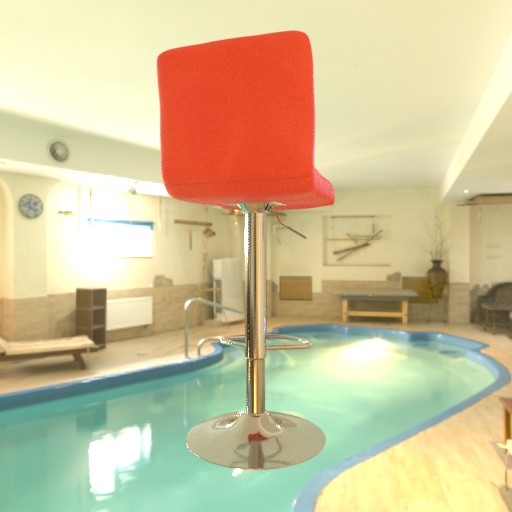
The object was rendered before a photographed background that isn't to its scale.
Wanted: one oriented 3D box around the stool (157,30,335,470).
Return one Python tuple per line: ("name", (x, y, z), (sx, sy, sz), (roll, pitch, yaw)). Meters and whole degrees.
("stool", (0.000, 0.000, 1.358), (0.430, 1.115, 0.505), (0, 0, 17))
